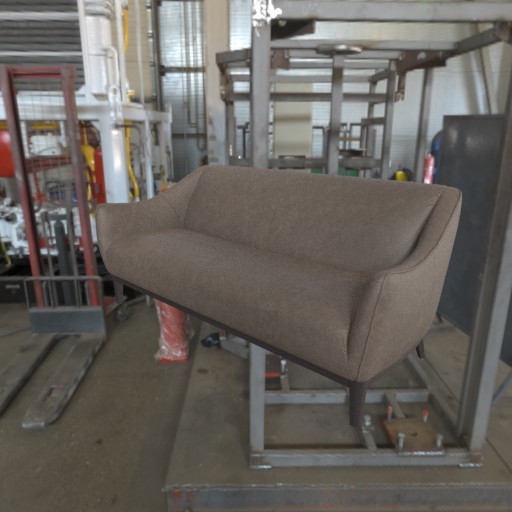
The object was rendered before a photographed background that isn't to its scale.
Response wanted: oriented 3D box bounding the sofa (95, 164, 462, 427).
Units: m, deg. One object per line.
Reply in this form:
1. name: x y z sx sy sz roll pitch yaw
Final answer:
1. sofa: 0.000 0.000 2.370 1.928 0.831 0.869 15 22 42
